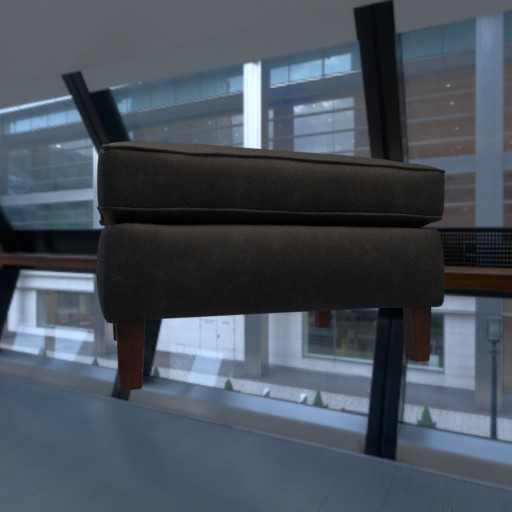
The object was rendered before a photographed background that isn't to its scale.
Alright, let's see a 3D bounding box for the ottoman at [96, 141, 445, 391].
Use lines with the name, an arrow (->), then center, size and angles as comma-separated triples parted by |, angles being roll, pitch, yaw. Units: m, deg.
ottoman -> 0.000, 0.000, 0.986 | 0.665, 0.413, 0.501 | 0, 1, -19
